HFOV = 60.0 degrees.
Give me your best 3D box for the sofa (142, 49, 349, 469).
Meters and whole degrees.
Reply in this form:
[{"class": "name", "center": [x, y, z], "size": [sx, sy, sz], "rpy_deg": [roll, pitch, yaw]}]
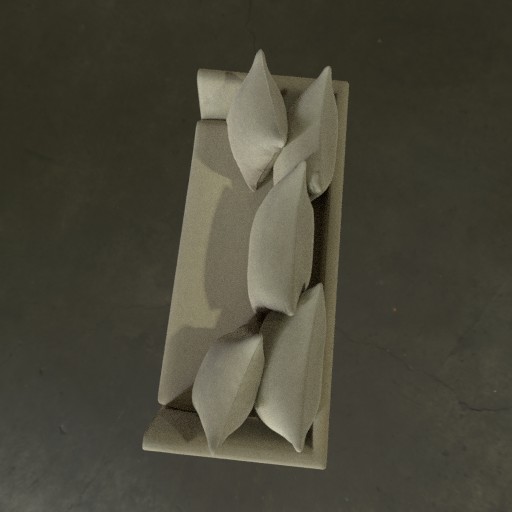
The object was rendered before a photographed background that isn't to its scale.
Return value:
[{"class": "sofa", "center": [0.000, 0.000, 2.771], "size": [1.031, 1.034, 2.290], "rpy_deg": [6, 77, 1]}]
